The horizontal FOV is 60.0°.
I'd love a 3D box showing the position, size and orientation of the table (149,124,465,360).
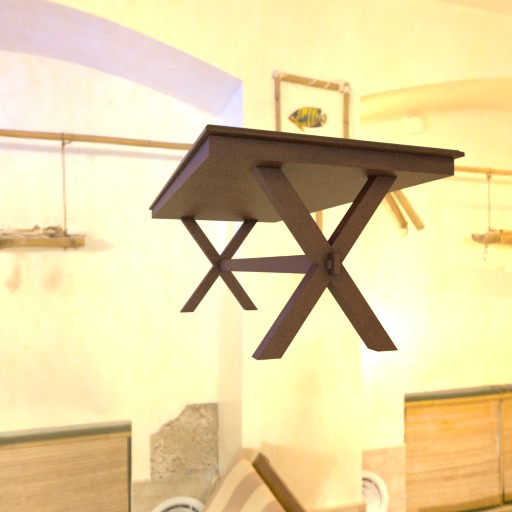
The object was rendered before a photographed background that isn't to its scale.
[{"bbox_3d":[0.000,0.000,1.469,0.594,0.459,1.197,0,-1,-18],"label":"table"}]
